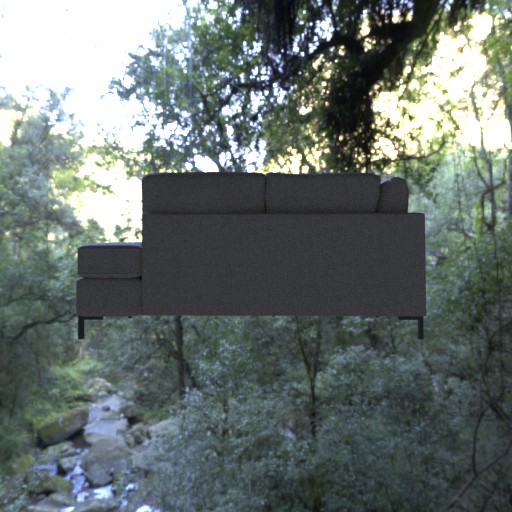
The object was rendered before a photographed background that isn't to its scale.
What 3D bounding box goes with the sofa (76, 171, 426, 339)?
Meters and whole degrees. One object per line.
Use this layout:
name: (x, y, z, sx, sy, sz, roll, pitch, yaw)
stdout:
sofa: (0.000, 0.000, 4.228, 2.021, 0.996, 3.423, 0, -1, 1)
